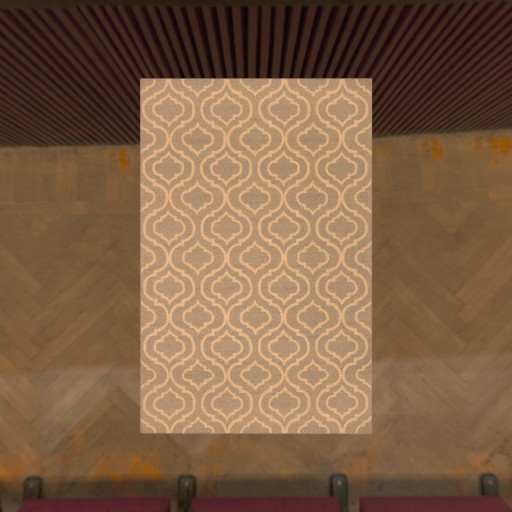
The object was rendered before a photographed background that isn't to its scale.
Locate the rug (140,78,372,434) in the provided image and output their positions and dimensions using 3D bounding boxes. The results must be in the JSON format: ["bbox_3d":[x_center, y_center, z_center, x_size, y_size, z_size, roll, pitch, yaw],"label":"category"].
[{"bbox_3d":[0.000,0.000,2.185,1.141,0.015,1.749,0,90,0],"label":"rug"}]
